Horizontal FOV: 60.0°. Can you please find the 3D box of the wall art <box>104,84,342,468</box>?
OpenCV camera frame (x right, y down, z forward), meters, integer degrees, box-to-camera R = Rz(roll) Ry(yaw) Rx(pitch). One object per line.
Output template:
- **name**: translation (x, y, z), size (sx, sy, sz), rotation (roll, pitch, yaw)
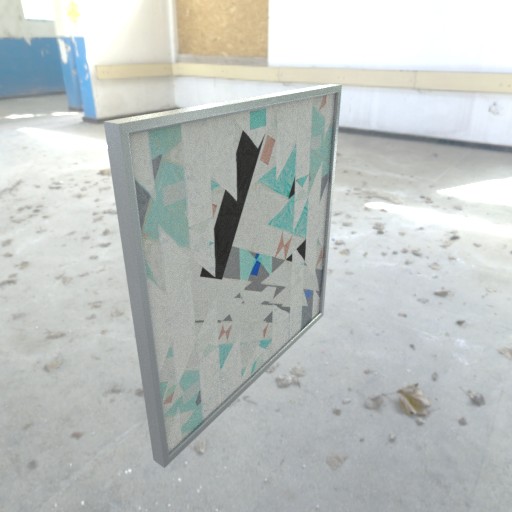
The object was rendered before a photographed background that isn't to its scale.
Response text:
- **wall art**: translation (0.000, 0.000, 1.193), size (0.038, 0.806, 0.806), rotation (18, 31, 32)
